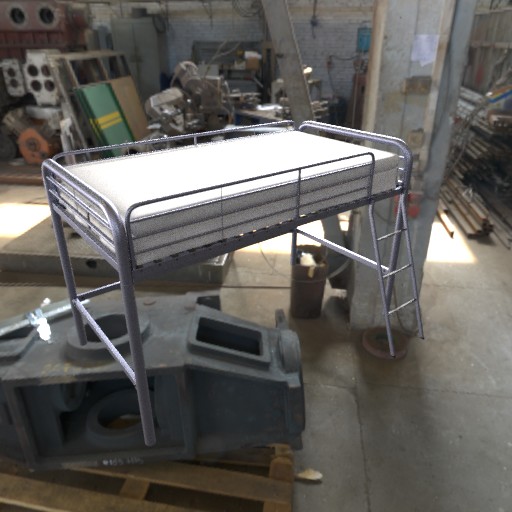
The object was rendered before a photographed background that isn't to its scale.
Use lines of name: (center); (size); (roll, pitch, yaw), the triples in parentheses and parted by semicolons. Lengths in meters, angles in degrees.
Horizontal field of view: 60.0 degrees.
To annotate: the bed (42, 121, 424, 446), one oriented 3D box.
bed: (0.000, 0.000, 2.768); (1.965, 1.288, 1.415); (-19, 32, -33)
